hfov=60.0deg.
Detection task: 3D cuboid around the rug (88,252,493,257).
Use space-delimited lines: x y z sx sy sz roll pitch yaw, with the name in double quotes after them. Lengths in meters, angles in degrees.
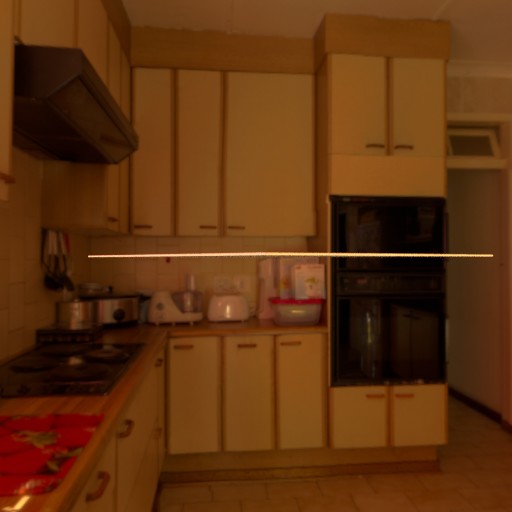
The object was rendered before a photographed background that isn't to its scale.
0.000 0.000 2.310 1.220 0.007 1.828 0 0 -35 "rug"
